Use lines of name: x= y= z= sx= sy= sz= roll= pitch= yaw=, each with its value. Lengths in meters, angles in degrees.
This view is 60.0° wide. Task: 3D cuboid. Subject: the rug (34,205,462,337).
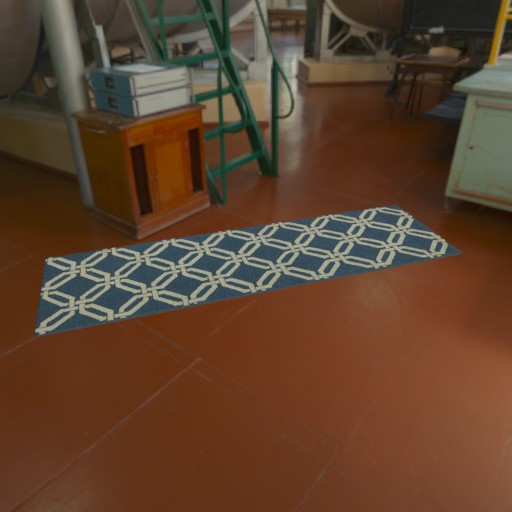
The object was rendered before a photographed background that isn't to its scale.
rug: x=0.000 y=0.000 z=2.523 sx=2.276 sy=0.014 sz=0.678 roll=-10 pitch=33 yaw=-15
